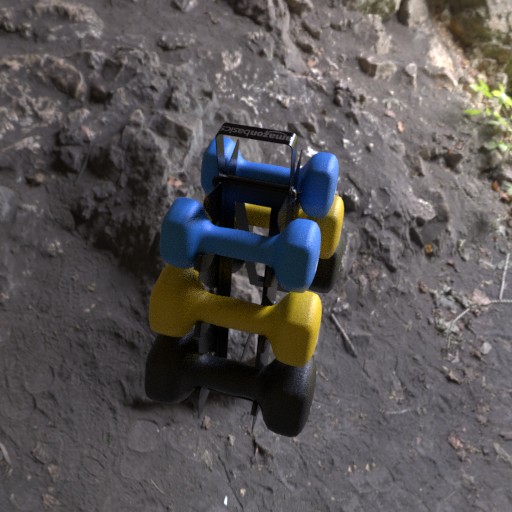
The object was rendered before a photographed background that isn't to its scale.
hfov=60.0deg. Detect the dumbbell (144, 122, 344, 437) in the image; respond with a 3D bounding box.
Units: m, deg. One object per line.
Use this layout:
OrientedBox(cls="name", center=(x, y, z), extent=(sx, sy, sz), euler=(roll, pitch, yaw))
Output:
OrientedBox(cls="dumbbell", center=(0.000, 0.000, 0.675), extent=(0.255, 0.426, 0.409), euler=(12, 49, 11))
